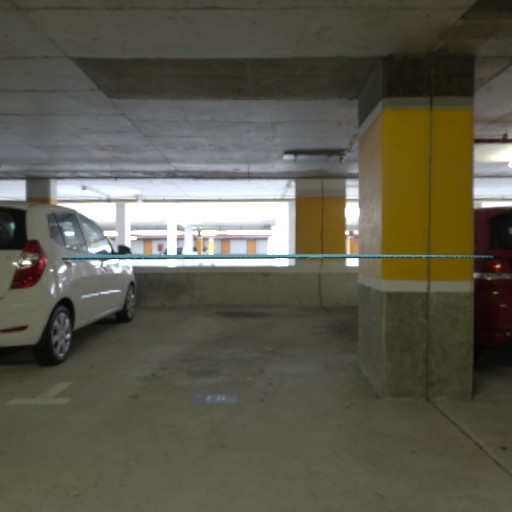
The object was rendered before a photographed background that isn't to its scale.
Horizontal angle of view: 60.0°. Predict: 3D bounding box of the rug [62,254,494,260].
[{"bbox_3d":[0.000,0.000,4.073,3.033,0.012,2.432,0,1,-18],"label":"rug"}]
